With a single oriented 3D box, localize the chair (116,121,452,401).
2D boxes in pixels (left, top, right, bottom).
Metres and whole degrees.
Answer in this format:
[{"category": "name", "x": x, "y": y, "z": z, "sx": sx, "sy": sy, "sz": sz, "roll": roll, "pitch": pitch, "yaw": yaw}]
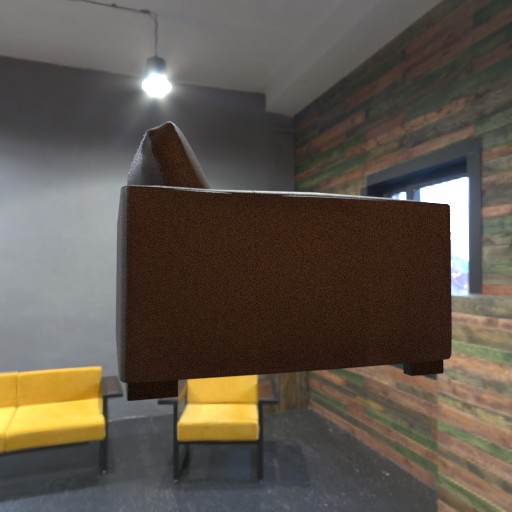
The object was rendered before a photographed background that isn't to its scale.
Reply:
[{"category": "chair", "x": 0.000, "y": 0.000, "z": 1.813, "sx": 1.080, "sy": 0.807, "sz": 1.106, "roll": 1, "pitch": -2, "yaw": -18}]
